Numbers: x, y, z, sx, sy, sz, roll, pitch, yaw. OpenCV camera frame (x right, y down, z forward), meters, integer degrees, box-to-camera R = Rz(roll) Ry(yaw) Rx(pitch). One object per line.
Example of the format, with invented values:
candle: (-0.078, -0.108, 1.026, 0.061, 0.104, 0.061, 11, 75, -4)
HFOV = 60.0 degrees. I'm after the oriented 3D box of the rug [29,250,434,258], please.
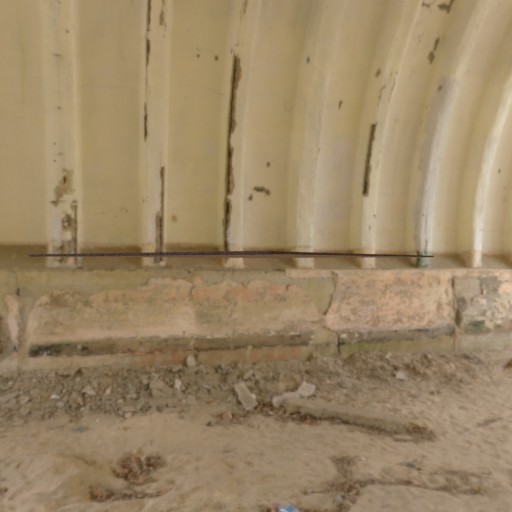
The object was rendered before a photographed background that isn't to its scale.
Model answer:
rug: (0.000, 0.000, 4.145, 2.411, 0.020, 3.032, 0, -1, 36)
